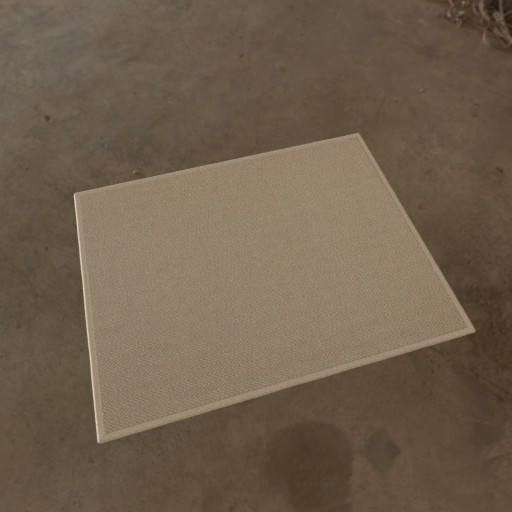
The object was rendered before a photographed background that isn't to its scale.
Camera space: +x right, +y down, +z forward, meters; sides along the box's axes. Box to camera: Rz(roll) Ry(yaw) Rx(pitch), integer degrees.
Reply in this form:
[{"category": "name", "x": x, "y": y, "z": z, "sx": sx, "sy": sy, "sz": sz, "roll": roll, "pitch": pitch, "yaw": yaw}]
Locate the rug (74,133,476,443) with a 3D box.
[{"category": "rug", "x": 0.000, "y": 0.000, "z": 3.998, "sx": 3.051, "sy": 0.020, "sz": 2.407, "roll": -14, "pitch": 59, "yaw": -9}]
